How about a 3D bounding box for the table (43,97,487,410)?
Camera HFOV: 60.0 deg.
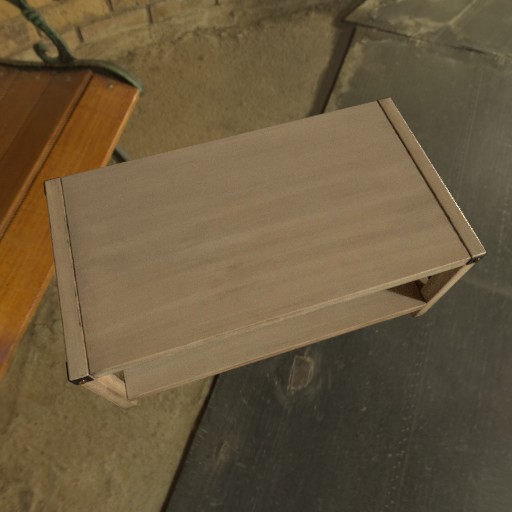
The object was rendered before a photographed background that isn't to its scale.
[{"bbox_3d":[0.000,0.000,1.319,1.016,0.456,0.559,-16,64,-8],"label":"table"}]
